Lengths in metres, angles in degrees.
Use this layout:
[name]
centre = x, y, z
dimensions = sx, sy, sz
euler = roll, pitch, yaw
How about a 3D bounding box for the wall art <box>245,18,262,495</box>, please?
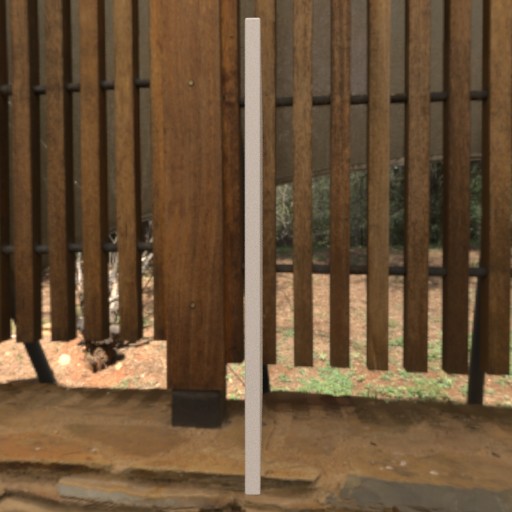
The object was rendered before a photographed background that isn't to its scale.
[wall art]
centre = 0.000, 0.000, 1.031
dimensions = 0.026, 0.813, 0.556
euler = 0, 1, 1
